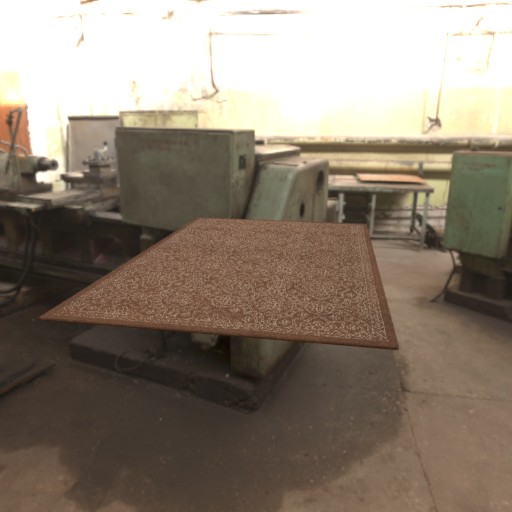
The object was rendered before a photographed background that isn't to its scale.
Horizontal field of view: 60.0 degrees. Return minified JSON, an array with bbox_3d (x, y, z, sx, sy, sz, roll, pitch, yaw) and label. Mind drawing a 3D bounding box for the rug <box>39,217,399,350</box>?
[{"bbox_3d":[0.000,0.000,2.308,1.219,0.010,1.829,3,16,10],"label":"rug"}]
